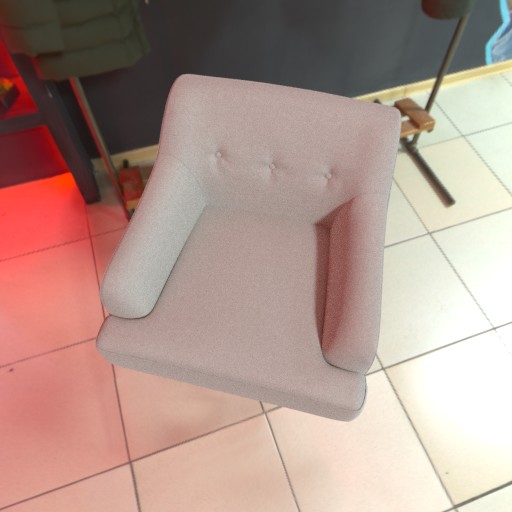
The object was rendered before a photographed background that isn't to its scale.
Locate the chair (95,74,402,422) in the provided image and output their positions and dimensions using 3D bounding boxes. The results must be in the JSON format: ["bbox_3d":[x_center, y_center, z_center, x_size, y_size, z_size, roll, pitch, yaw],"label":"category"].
[{"bbox_3d":[0.000,0.000,1.659,0.946,0.818,0.951,12,59,7],"label":"chair"}]
